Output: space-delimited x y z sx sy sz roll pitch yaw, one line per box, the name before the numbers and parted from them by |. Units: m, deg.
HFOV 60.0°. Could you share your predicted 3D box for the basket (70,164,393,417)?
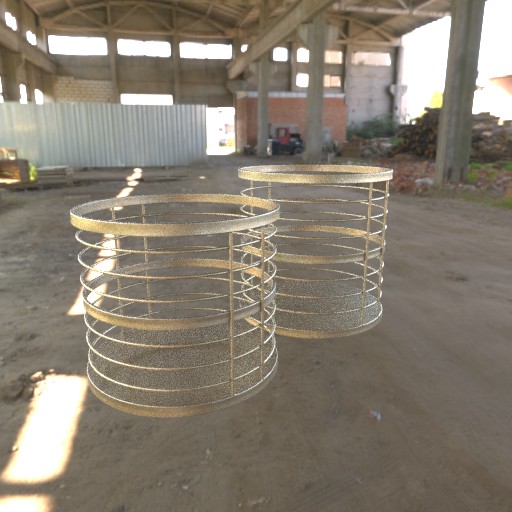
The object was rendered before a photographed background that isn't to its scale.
basket | 0.000 0.000 0.948 0.356 0.351 0.746 14 20 42
